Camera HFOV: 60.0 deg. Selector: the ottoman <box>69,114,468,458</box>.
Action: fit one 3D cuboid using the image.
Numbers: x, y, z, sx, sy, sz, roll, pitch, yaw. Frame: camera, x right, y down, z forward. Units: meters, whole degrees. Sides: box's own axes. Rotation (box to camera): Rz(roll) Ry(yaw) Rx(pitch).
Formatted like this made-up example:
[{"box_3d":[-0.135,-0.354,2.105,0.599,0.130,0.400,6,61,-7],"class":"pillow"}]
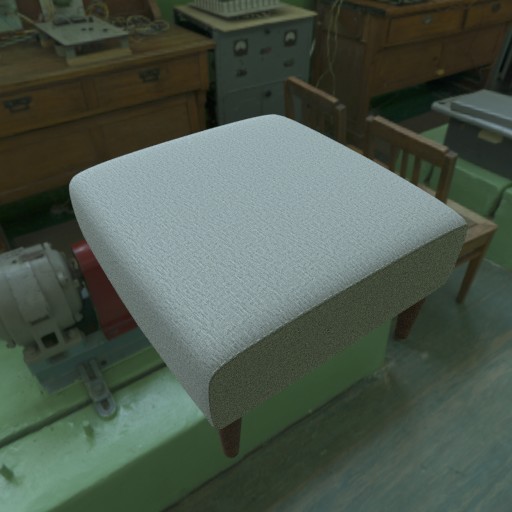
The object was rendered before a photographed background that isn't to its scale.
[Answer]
[{"box_3d":[0.000,0.000,1.056,0.649,0.398,0.650,-25,47,-26],"class":"ottoman"}]
